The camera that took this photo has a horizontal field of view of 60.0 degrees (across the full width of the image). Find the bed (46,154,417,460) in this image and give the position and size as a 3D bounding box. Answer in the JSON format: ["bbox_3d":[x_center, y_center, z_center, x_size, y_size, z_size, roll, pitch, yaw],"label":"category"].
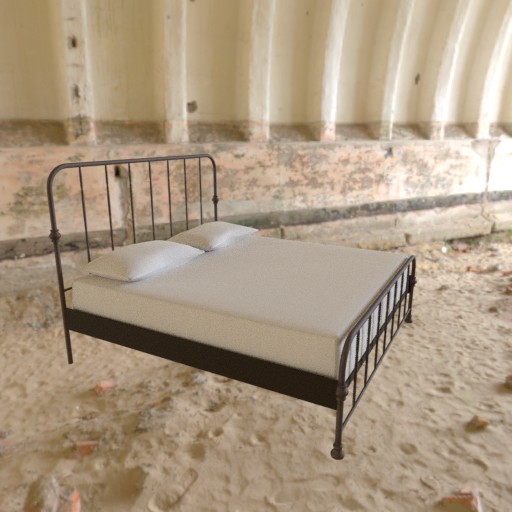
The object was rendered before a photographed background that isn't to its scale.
[{"bbox_3d":[0.000,0.000,3.453,2.134,1.446,2.044,8,17,28],"label":"bed"}]
